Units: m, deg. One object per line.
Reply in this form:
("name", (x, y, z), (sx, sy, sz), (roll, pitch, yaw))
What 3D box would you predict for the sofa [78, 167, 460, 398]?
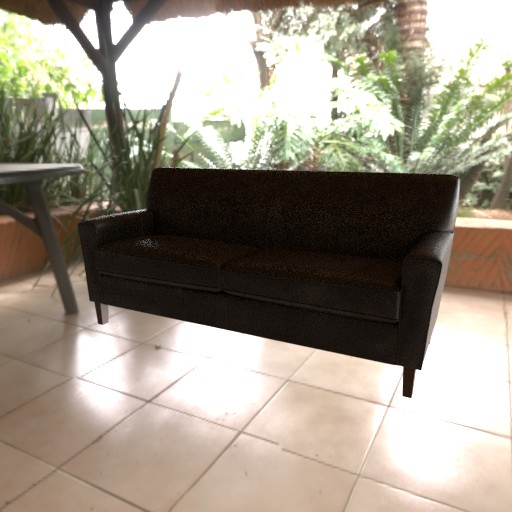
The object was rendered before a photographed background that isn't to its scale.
("sofa", (0.000, 0.000, 2.570), (2.053, 0.947, 0.805), (7, 15, 26))
